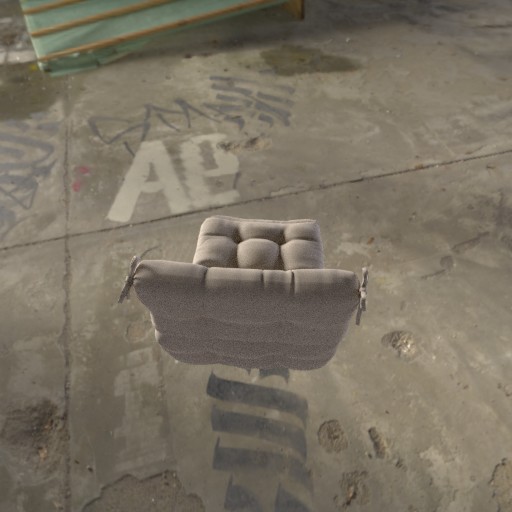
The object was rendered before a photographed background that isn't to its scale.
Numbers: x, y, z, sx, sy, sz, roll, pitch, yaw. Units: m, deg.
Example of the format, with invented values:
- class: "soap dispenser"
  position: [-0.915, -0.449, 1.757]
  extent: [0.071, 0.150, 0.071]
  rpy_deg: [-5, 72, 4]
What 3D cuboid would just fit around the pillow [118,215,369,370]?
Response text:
- class: "pillow"
  position: [0.000, 0.000, 1.503]
  extent: [0.526, 0.863, 1.016]
  rpy_deg: [3, 47, 3]
